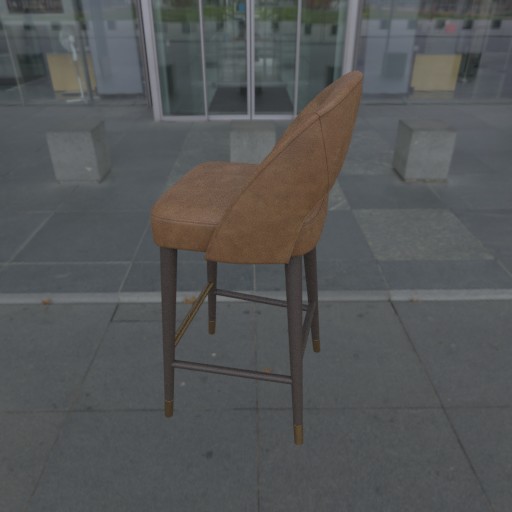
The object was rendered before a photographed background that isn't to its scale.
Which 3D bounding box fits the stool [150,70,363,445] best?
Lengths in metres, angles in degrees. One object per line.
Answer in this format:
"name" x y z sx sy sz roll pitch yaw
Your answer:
"stool" 0.000 0.000 1.326 0.509 1.037 0.494 7 31 12
